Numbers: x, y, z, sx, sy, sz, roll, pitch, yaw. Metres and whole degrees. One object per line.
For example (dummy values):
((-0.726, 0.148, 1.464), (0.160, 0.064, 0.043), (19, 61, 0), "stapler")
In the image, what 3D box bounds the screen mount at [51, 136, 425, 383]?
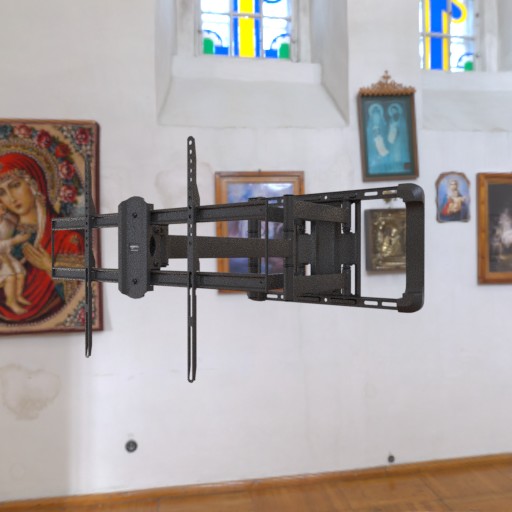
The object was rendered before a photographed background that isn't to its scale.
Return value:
((0.000, 0.000, 1.320), (0.725, 0.483, 0.905), (0, 1, 36), "screen mount")
